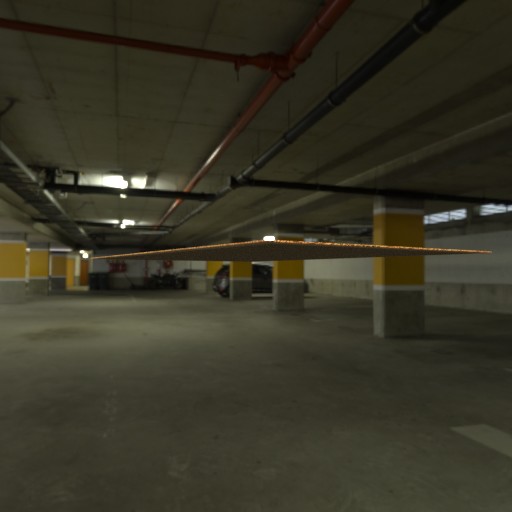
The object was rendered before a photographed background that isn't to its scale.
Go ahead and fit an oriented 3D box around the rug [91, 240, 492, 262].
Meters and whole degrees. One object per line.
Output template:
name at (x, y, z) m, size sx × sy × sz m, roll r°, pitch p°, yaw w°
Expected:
rug at (0.000, 0.000, 2.207) m, size 1.143 × 0.006 × 1.747 m, roll 2°, pitch -3°, yaw -35°
